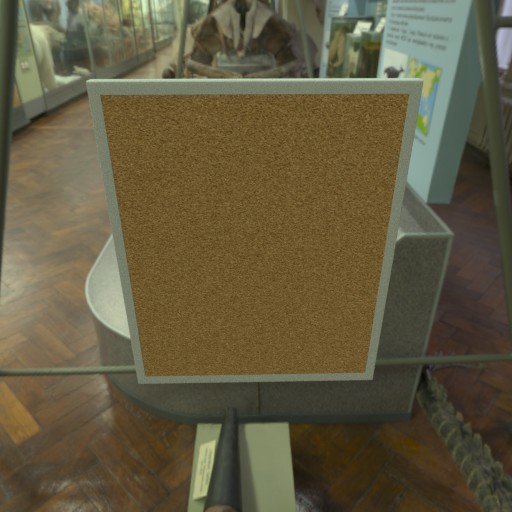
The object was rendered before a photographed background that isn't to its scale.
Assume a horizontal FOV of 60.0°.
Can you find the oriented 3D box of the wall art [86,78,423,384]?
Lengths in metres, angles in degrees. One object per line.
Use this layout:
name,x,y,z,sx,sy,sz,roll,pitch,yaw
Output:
wall art,0.000,0.000,0.720,0.444,0.536,0.020,-1,29,-1
